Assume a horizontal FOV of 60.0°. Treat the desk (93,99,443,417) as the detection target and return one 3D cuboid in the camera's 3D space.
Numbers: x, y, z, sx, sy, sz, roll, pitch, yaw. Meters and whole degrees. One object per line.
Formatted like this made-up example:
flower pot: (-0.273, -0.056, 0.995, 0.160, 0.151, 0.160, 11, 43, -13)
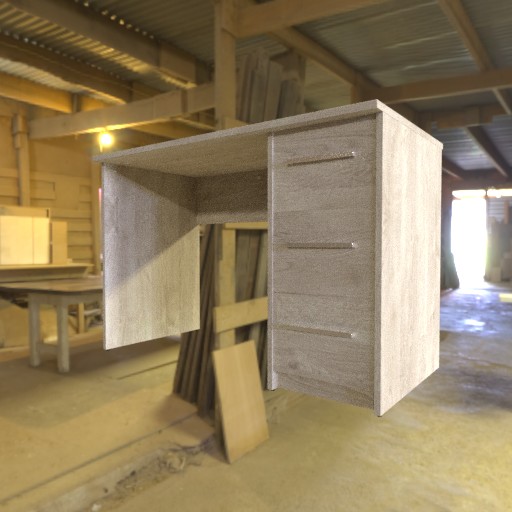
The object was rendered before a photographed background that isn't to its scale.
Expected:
desk: (0.000, 0.000, 1.555, 1.097, 0.735, 0.560, 1, 2, 37)
